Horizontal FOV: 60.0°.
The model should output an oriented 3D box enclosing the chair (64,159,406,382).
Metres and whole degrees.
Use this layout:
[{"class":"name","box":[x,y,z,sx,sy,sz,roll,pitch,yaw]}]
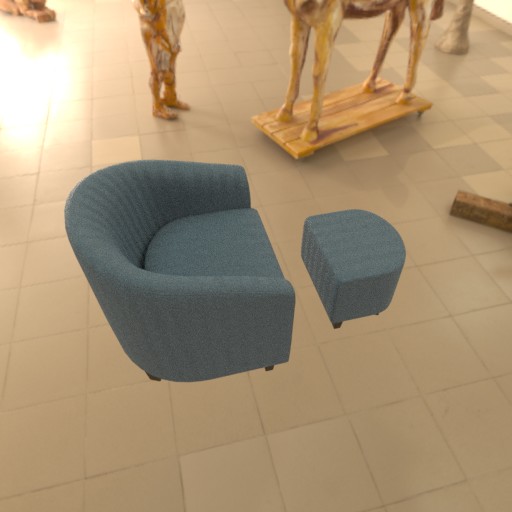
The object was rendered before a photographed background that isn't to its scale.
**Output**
[{"class":"chair","box":[0.000,0.000,1.802,1.288,0.757,0.756,-10,46,-10]}]
